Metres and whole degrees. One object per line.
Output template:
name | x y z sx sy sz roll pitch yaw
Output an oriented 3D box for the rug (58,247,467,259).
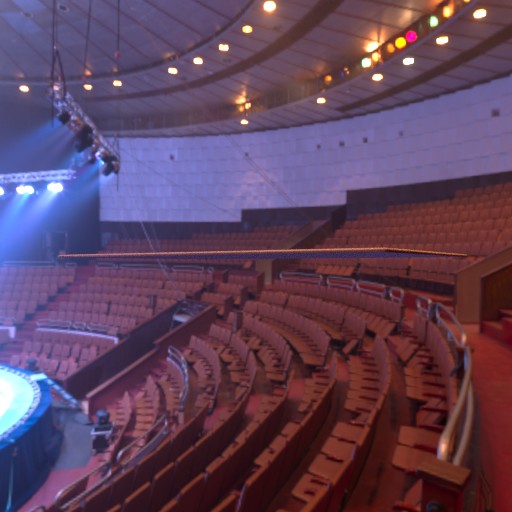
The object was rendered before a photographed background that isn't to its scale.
rug | 0.000 0.000 2.140 1.678 0.013 1.078 -1 -1 36
